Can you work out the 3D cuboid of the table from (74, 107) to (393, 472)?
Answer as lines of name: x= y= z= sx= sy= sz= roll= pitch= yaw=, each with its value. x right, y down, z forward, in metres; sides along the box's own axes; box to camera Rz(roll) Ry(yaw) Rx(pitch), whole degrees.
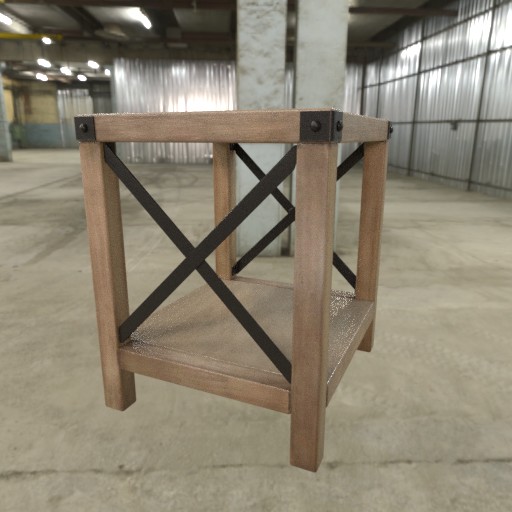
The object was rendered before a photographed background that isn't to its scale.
table: x=0.000 y=0.000 z=0.939 sx=0.459 sy=0.561 sz=0.510 roll=7 pitch=17 yaw=24
